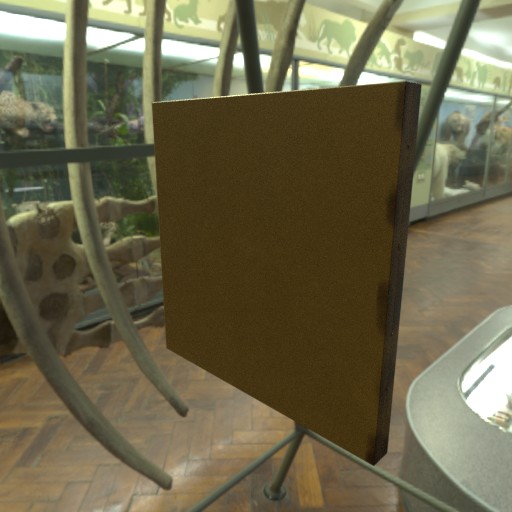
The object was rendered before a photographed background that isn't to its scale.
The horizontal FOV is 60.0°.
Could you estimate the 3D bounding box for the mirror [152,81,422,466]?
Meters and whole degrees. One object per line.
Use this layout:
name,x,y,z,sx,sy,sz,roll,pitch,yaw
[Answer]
mirror,0.000,0.000,0.742,0.509,0.507,0.042,15,21,43
